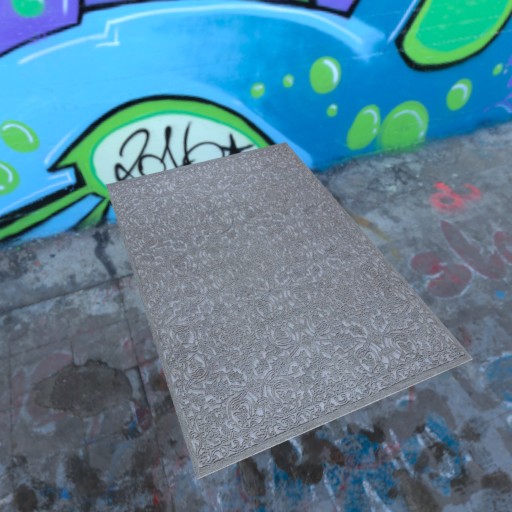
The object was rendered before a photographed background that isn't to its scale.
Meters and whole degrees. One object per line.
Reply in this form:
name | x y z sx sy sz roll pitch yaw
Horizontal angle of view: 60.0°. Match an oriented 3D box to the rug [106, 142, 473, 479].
rug | 0.000 0.000 2.294 1.221 0.006 1.827 -17 49 -16
